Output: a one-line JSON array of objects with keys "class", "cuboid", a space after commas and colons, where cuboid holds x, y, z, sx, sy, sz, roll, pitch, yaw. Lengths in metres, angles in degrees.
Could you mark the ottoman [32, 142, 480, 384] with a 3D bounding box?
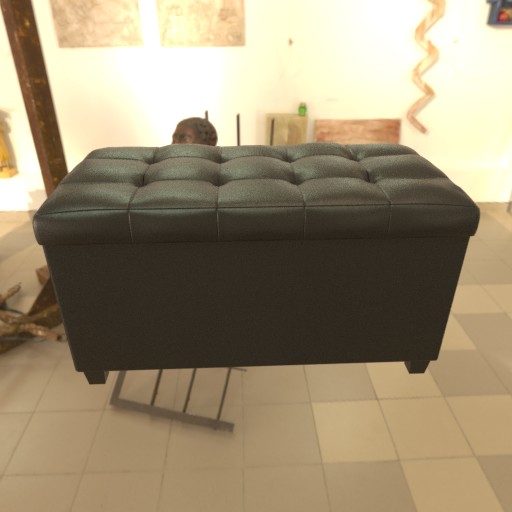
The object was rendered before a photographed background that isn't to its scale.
[{"class": "ottoman", "cuboid": [0.000, 0.000, 1.085, 0.838, 0.470, 0.432, -1, 29, -2]}]
